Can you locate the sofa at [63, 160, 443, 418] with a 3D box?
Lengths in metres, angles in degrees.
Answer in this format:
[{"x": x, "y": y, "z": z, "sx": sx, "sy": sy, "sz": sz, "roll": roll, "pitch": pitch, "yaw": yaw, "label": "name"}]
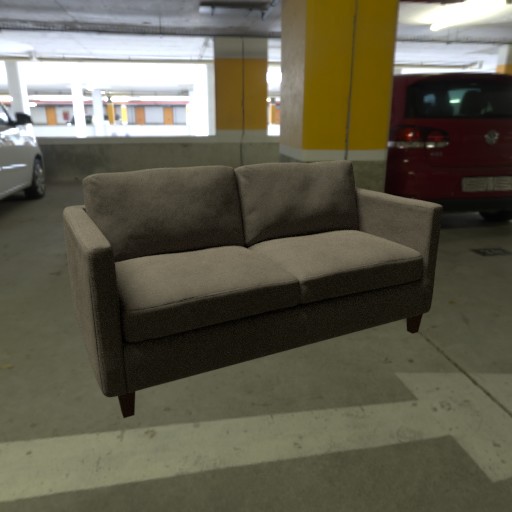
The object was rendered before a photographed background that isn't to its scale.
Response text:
[{"x": 0.000, "y": 0.000, "z": 2.472, "sx": 1.884, "sy": 0.963, "sz": 0.950, "roll": -9, "pitch": 19, "yaw": -26, "label": "sofa"}]
